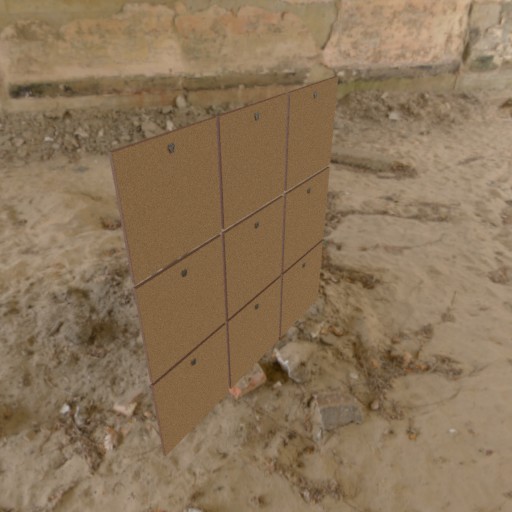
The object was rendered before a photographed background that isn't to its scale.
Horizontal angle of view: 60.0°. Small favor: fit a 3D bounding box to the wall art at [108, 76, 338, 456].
[{"bbox_3d":[0.000,0.000,1.825,0.019,1.218,1.221,21,38,29],"label":"wall art"}]
